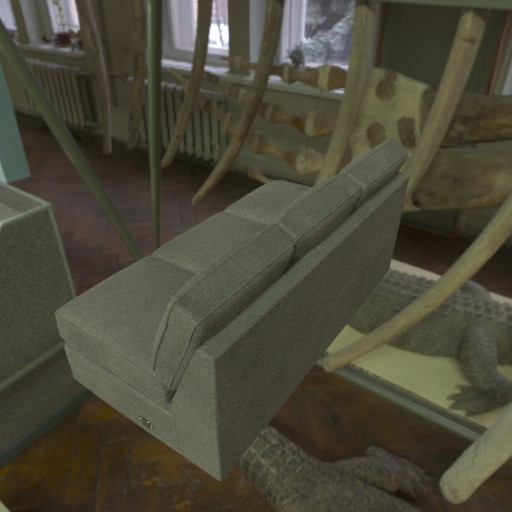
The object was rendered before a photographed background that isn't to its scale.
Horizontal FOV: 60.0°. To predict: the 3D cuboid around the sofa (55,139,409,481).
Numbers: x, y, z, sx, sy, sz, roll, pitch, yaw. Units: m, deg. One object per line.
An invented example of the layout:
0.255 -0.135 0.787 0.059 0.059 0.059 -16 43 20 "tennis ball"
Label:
0.000 0.000 2.510 1.027 0.973 1.962 21 38 29 "sofa"
